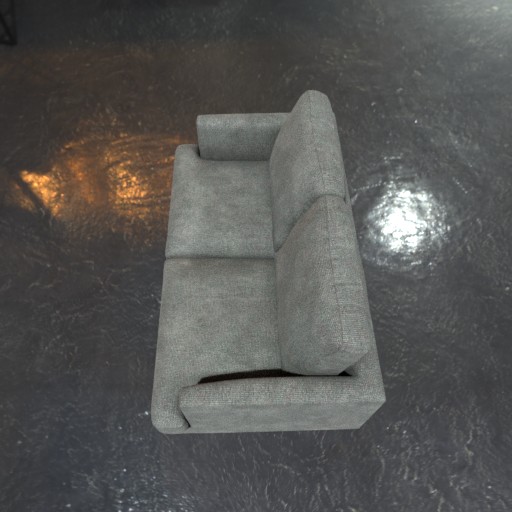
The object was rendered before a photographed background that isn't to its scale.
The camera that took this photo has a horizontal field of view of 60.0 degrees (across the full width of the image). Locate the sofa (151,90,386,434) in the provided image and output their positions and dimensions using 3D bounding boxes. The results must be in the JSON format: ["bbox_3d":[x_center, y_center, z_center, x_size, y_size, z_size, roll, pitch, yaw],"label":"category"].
[{"bbox_3d":[0.000,0.000,2.175,0.903,0.956,1.582,-1,58,-1],"label":"sofa"}]
